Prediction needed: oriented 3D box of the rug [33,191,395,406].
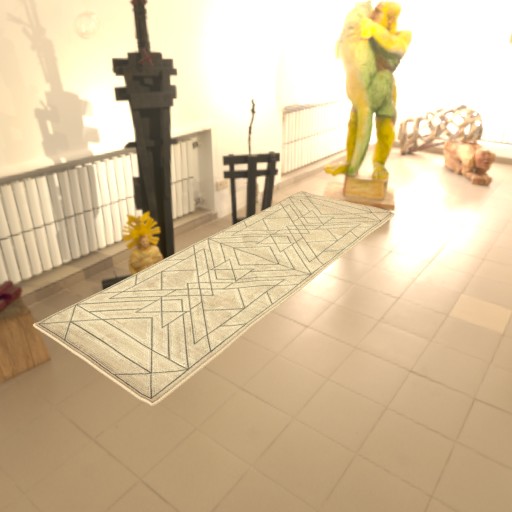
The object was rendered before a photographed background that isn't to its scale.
[{"bbox_3d":[0.000,0.000,2.694,0.831,0.036,2.381,19,33,32],"label":"rug"}]
